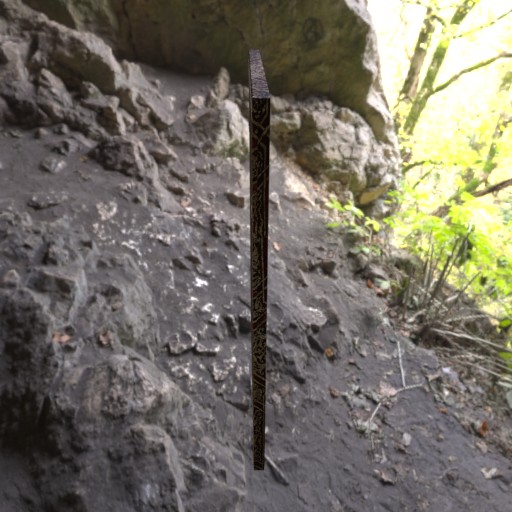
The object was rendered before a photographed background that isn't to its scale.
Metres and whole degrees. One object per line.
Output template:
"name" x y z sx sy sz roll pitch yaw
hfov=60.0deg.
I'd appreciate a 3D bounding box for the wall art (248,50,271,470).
"wall art" 0.000 0.000 0.757 0.020 0.599 0.397 -1 31 -1
